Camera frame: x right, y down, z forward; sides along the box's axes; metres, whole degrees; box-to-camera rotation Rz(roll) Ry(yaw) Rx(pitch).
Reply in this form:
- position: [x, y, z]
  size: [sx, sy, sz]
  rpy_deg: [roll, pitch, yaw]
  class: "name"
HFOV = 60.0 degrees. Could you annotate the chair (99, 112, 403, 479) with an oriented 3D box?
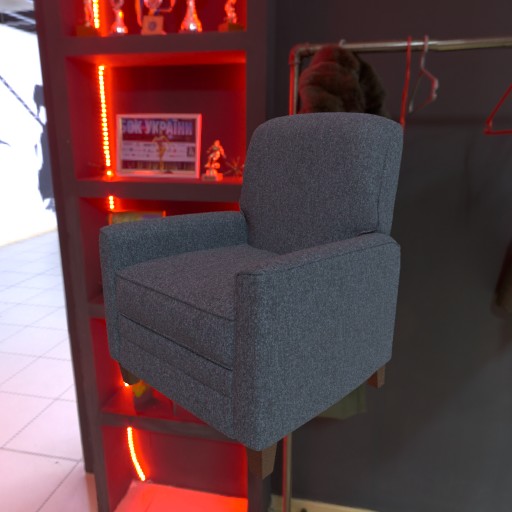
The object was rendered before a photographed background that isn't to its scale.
- position: [0.000, 0.000, 1.606]
  size: [0.839, 1.016, 0.850]
  rpy_deg: [14, 20, 42]
  class: "chair"
